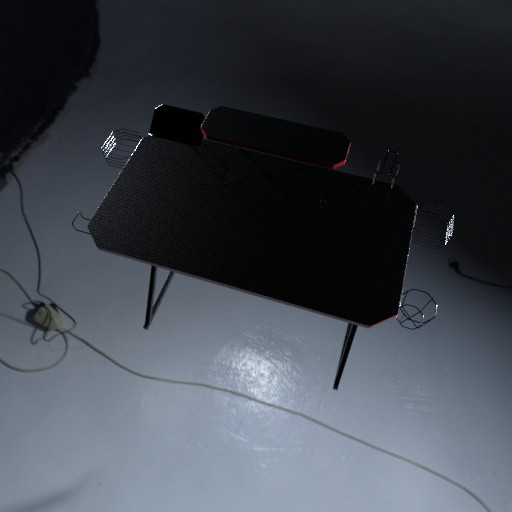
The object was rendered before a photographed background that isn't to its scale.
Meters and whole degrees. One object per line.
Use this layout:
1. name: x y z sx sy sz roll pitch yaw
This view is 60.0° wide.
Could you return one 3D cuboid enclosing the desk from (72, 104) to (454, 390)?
1. desk: 0.000 0.000 1.750 1.280 0.913 0.588 15 60 9
